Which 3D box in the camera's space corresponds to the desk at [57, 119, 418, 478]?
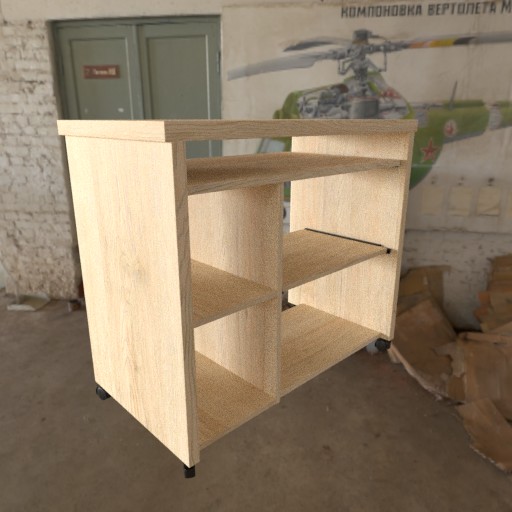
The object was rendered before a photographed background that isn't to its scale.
[{"bbox_3d":[0.000,0.000,1.310,0.885,0.770,0.480,-16,23,-41],"label":"desk"}]
